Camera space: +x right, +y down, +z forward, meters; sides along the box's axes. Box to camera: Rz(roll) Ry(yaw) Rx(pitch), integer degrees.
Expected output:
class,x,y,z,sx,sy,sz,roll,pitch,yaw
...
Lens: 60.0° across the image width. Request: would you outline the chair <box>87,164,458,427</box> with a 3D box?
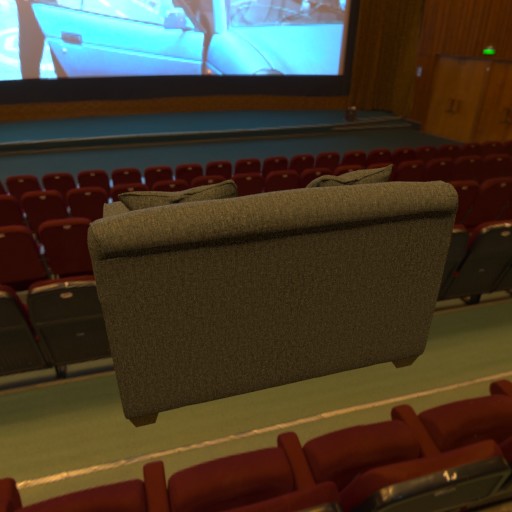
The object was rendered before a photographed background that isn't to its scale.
class,x,y,z,sx,sy,sz,roll,pitch,yaw
chair,0.000,0.000,2.136,1.383,0.948,1.000,-8,30,-14
